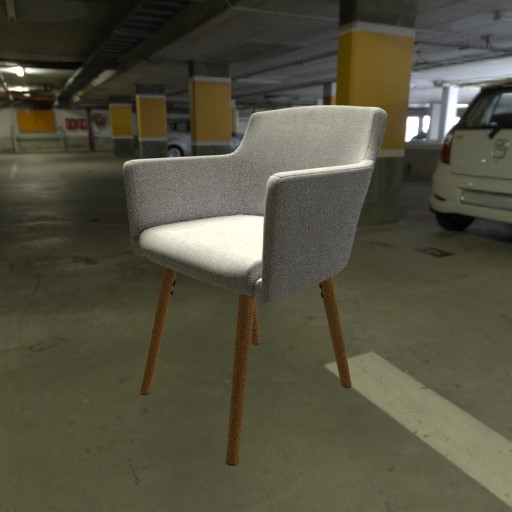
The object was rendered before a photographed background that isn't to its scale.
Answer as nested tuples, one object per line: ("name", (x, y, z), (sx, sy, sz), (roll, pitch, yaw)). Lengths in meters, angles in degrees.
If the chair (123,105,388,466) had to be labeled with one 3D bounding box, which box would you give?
("chair", (0.000, 0.000, 1.187), (0.540, 0.780, 0.570), (-15, 21, -42))
